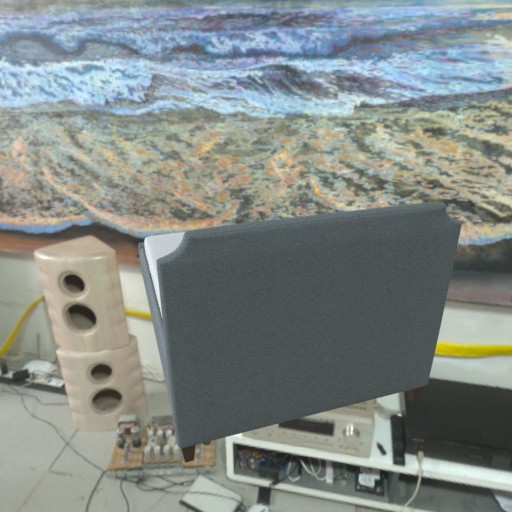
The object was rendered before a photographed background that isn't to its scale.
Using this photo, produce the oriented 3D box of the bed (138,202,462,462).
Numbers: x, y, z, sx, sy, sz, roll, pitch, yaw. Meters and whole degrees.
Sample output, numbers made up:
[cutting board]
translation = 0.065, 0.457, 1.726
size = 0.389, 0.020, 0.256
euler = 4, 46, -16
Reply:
[bed]
translation = 0.000, 0.000, 3.499
size = 1.712, 1.443, 2.372
euler = -8, 26, -17
